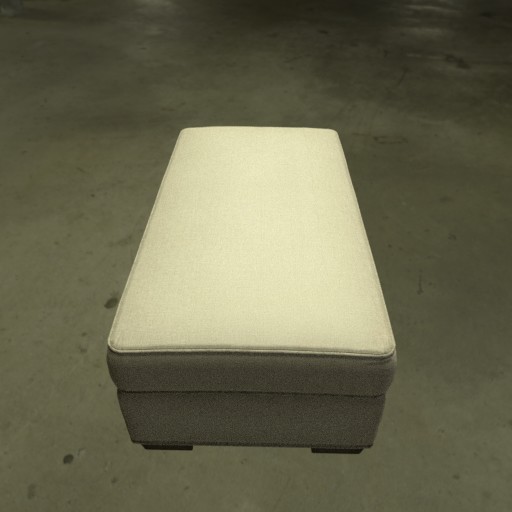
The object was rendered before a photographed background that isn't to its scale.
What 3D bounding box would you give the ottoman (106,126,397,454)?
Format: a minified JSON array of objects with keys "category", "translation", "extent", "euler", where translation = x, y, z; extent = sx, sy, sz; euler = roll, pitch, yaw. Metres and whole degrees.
[{"category":"ottoman","translation":[0.000,0.000,1.418],"extent":[0.617,0.461,1.097],"euler":[1,40,1]}]
